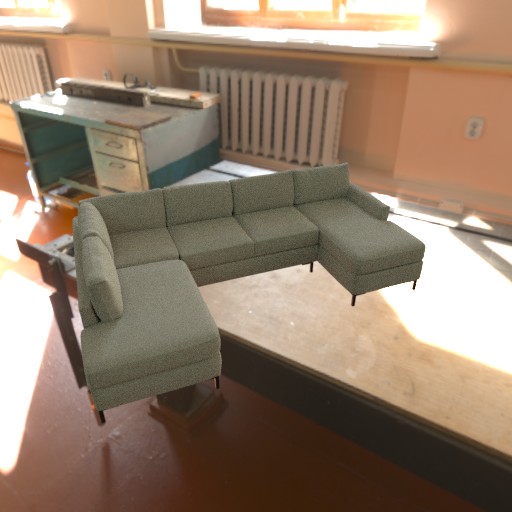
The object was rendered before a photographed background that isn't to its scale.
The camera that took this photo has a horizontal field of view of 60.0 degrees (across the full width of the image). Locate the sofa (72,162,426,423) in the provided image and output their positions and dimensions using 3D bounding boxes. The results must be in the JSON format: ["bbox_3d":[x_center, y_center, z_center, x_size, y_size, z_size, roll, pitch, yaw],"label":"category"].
[{"bbox_3d":[0.000,0.000,3.899,2.984,0.862,1.989,-11,33,-19],"label":"sofa"}]
